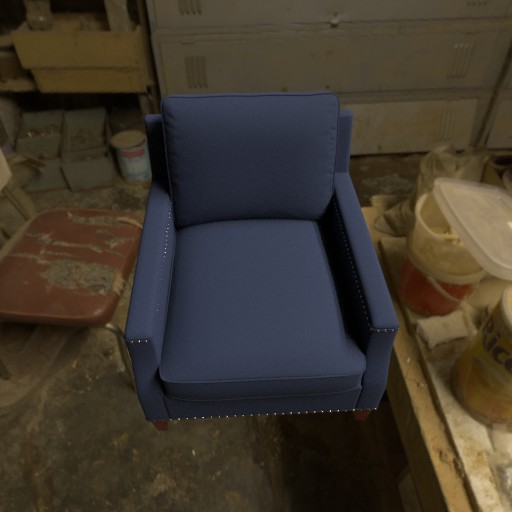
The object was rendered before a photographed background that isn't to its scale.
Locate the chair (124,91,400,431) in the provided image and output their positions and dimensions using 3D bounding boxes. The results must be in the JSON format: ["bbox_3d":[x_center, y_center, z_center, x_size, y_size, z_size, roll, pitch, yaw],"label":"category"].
[{"bbox_3d":[0.000,0.000,1.697,0.853,0.943,1.014,-2,46,-2],"label":"chair"}]
